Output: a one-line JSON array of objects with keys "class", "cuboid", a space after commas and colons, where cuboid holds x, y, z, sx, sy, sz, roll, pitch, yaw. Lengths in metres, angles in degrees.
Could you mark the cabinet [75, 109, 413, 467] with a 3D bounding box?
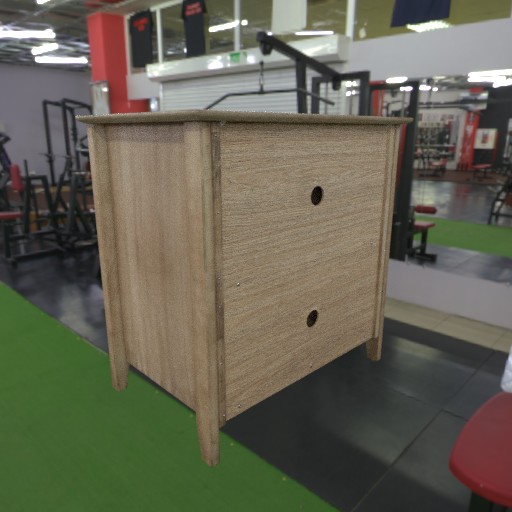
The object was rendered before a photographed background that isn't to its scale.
[{"class": "cabinet", "cuboid": [0.000, 0.000, 1.273, 0.763, 0.762, 0.503, -15, 21, -42]}]
